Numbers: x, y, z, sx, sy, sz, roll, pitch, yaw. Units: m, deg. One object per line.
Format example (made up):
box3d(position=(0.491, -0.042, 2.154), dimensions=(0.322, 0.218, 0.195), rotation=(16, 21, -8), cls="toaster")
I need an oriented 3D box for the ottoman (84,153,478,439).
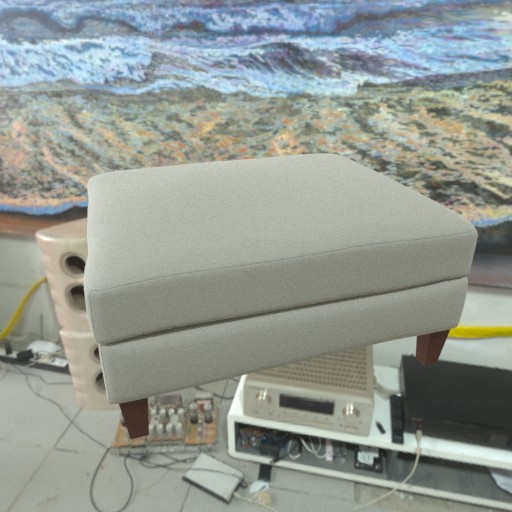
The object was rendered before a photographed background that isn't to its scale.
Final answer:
box3d(position=(0.000, 0.000, 1.418), dimensions=(0.976, 0.492, 0.836), rotation=(-8, 28, -16), cls="ottoman")
